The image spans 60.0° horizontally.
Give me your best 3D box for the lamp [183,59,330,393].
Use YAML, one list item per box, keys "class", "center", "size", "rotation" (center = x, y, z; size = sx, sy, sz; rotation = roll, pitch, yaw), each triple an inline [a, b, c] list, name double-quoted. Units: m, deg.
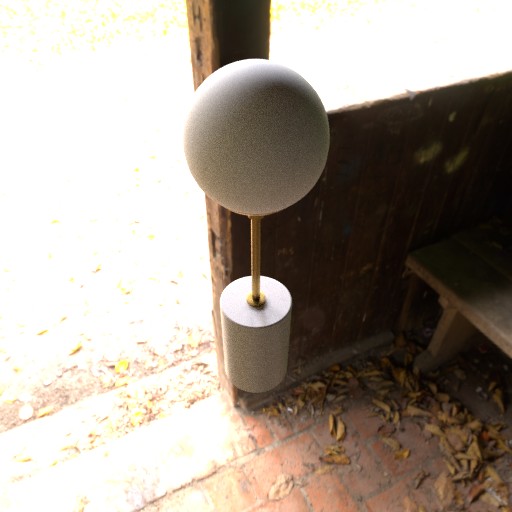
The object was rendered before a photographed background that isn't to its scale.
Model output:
- class: "lamp"
  center: [0.000, 0.000, 0.574]
  size: [0.153, 0.480, 0.153]
  rotation: [0, 41, 0]
